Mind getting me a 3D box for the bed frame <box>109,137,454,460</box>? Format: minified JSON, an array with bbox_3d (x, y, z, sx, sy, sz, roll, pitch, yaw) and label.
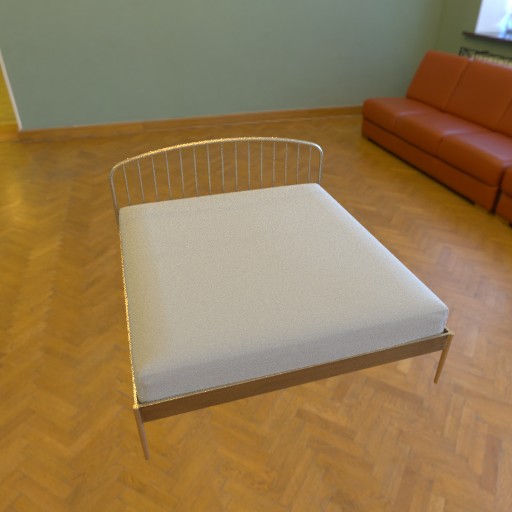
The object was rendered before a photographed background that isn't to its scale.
[{"bbox_3d":[0.000,0.000,3.395,2.016,1.174,2.152,-9,34,-14],"label":"bed frame"}]
